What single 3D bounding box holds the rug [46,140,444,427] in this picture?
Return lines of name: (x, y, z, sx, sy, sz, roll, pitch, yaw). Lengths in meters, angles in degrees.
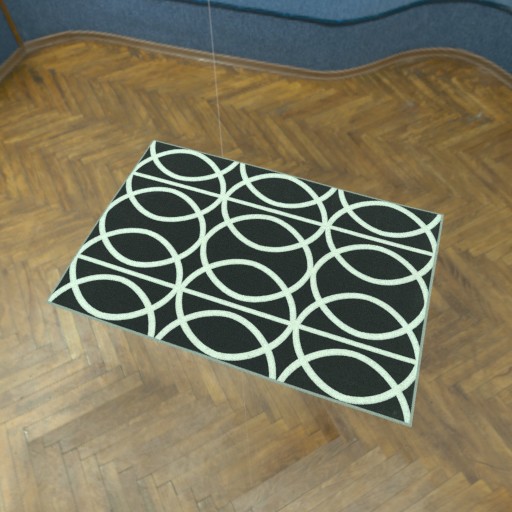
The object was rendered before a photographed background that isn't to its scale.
rug: (0.000, 0.000, 2.959, 2.290, 0.014, 1.526, 16, 60, 10)
